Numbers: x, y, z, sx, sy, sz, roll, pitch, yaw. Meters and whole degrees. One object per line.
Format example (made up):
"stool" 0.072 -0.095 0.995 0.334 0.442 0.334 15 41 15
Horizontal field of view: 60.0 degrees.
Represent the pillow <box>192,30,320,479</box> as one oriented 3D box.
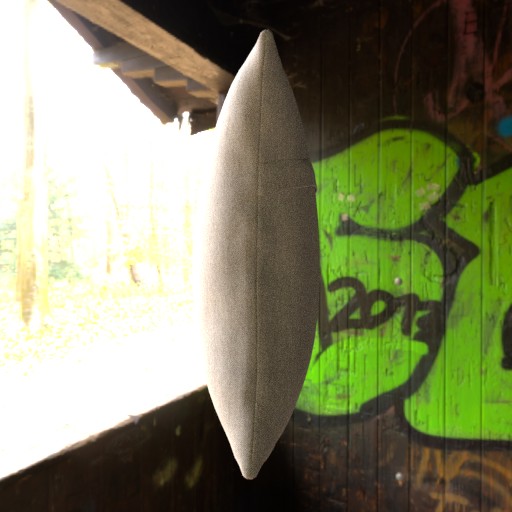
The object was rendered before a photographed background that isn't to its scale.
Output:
"pillow" 0.000 0.000 0.638 0.173 0.436 0.433 0 0 0
